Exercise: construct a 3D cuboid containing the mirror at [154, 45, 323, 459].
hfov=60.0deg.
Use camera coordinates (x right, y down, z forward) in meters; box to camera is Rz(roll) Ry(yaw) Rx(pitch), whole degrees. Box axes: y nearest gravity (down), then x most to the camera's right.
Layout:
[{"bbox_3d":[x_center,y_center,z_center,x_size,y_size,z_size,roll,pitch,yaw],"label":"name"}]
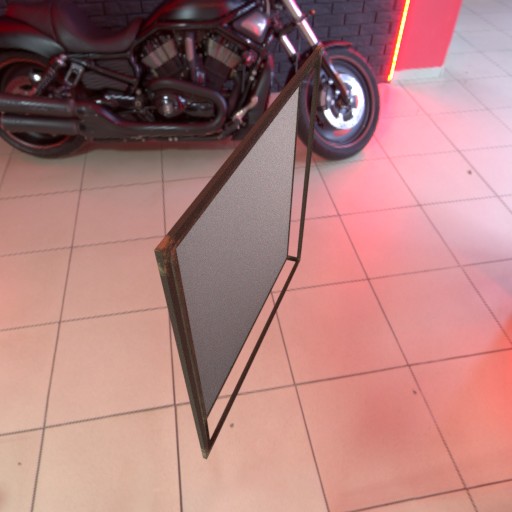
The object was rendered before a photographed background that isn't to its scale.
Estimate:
[{"bbox_3d":[0.000,0.000,0.893,0.032,0.610,0.610,17,48,15],"label":"mirror"}]
